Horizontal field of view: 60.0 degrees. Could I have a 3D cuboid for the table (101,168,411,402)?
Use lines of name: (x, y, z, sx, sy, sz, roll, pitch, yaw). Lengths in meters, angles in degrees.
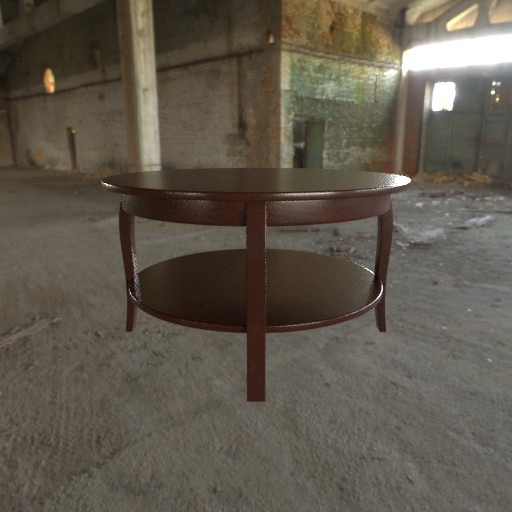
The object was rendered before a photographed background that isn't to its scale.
table: (0.000, 0.000, 1.438, 0.911, 0.512, 0.911, 0, 14, 0)
